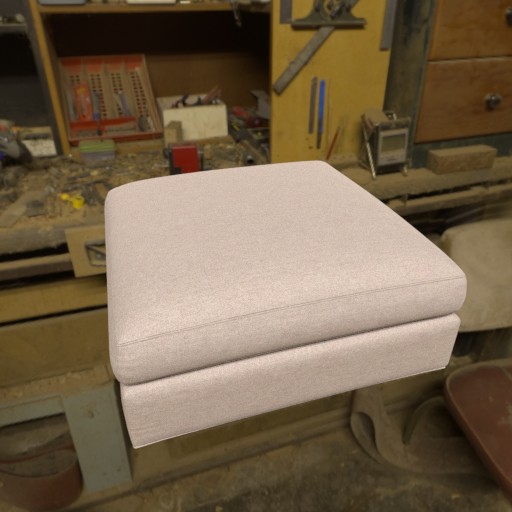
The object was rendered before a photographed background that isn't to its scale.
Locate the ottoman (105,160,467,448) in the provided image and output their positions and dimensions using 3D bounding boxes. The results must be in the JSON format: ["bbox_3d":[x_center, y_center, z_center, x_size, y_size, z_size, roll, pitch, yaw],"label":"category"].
[{"bbox_3d":[0.000,0.000,1.636,1.041,0.470,1.041,-9,32,-15],"label":"ottoman"}]
